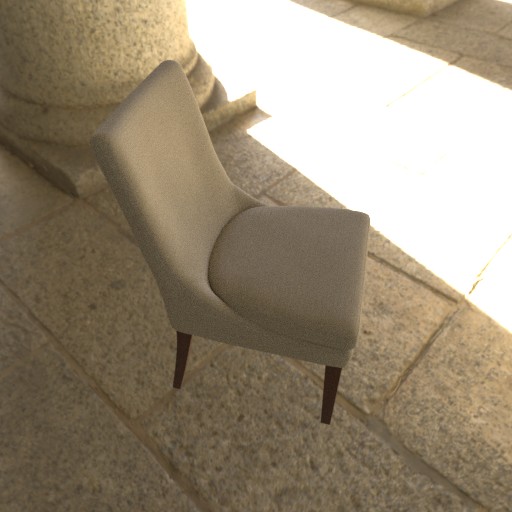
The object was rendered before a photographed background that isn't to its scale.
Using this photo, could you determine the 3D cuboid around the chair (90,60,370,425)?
[{"bbox_3d":[0.000,0.000,1.306,0.638,0.940,0.515,10,47,10],"label":"chair"}]
